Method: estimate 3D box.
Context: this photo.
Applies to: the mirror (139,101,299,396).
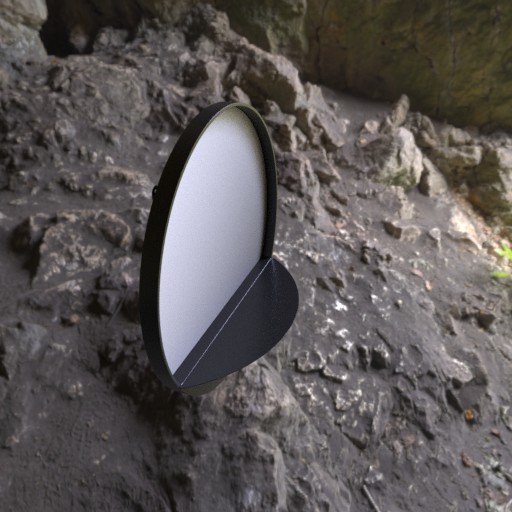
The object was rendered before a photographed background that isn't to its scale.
[{"bbox_3d":[0.000,0.000,0.704,0.133,0.457,0.457,10,30,18],"label":"mirror"}]
